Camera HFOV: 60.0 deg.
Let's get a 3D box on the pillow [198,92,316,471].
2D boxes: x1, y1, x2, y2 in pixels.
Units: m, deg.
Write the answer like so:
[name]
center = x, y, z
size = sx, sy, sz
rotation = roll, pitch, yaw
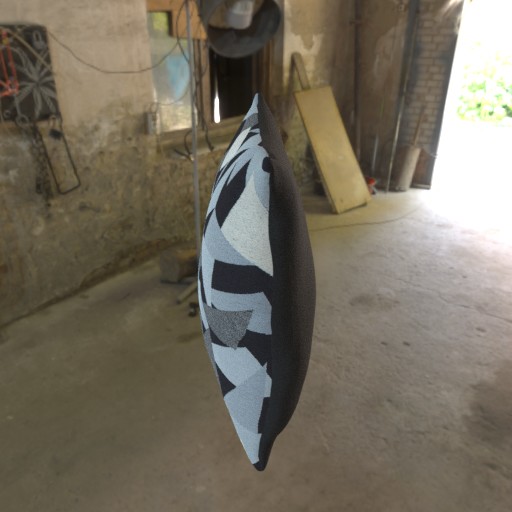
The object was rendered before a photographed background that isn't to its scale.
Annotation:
[pillow]
center = 0.000, 0.000, 0.790
size = 0.208, 0.496, 0.503
rotation = 0, 27, -1
